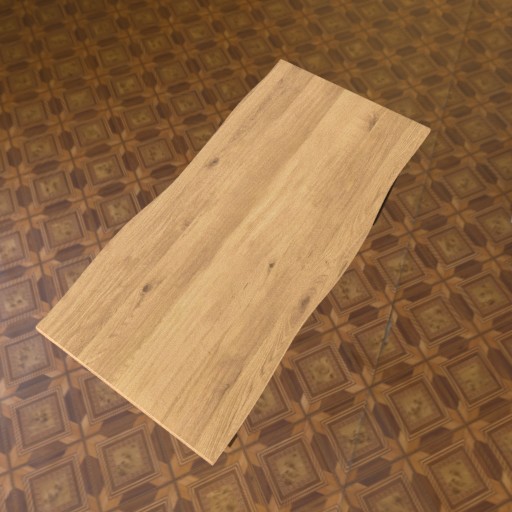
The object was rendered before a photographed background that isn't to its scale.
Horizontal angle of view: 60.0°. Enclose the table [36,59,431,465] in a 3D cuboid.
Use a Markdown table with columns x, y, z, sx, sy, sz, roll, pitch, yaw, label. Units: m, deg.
| x | y | z | sx | sy | sz | roll | pitch | yaw | label |
| --- | --- | --- | --- | --- | --- | --- | --- | --- | --- |
| 0.000 | 0.000 | 2.289 | 0.900 | 0.780 | 1.800 | 31 | 68 | 14 | table |
